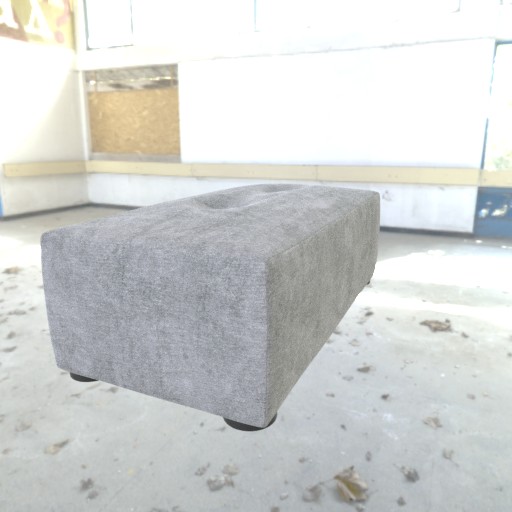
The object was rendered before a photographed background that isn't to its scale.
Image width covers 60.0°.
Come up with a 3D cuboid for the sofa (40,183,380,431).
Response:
[{"bbox_3d":[0.000,0.000,1.150,0.480,0.330,0.930,7,16,24],"label":"sofa"}]
